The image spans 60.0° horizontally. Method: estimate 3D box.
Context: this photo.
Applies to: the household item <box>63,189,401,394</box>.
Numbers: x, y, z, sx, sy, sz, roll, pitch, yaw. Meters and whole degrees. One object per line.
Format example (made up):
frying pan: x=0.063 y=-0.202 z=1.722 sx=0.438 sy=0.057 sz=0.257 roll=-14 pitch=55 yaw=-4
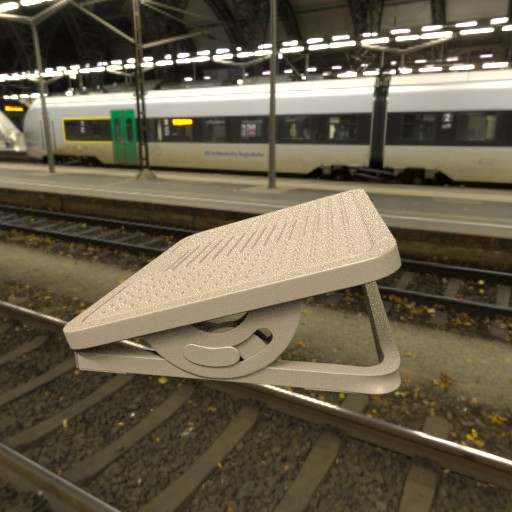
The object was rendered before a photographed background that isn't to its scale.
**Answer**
household item: x=0.000 y=0.000 z=0.537 sx=0.301 sy=0.126 sz=0.390 roll=2 pitch=16 yaw=9
